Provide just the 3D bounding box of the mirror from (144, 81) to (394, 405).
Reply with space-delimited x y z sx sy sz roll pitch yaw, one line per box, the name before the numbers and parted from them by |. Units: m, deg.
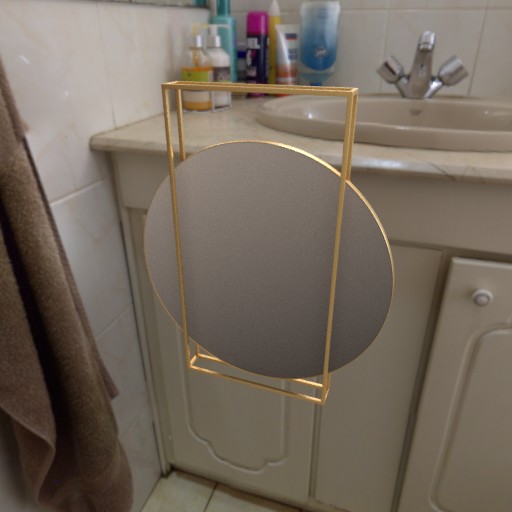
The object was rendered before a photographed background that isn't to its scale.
mirror | 0.000 0.000 0.837 0.508 0.603 0.051 10 28 18
